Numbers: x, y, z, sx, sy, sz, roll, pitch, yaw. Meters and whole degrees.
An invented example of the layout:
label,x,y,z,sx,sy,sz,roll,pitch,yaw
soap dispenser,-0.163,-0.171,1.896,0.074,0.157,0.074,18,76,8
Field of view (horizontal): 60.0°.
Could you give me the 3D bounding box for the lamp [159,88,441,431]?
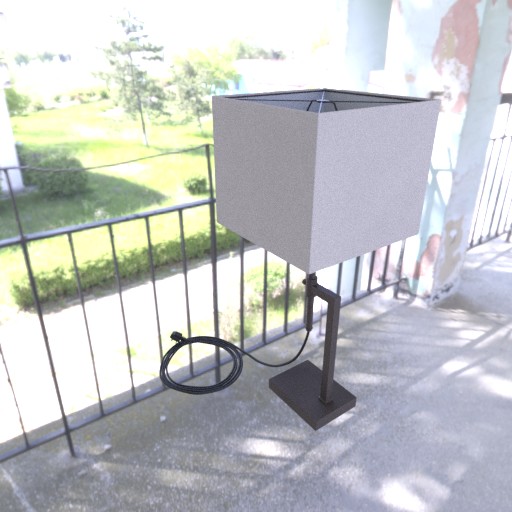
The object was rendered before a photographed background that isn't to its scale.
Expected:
label,x,y,z,sx,sy,sz,roll,pitch,yaw
lamp,0.000,0.000,0.959,0.399,0.660,0.504,-17,30,-32
